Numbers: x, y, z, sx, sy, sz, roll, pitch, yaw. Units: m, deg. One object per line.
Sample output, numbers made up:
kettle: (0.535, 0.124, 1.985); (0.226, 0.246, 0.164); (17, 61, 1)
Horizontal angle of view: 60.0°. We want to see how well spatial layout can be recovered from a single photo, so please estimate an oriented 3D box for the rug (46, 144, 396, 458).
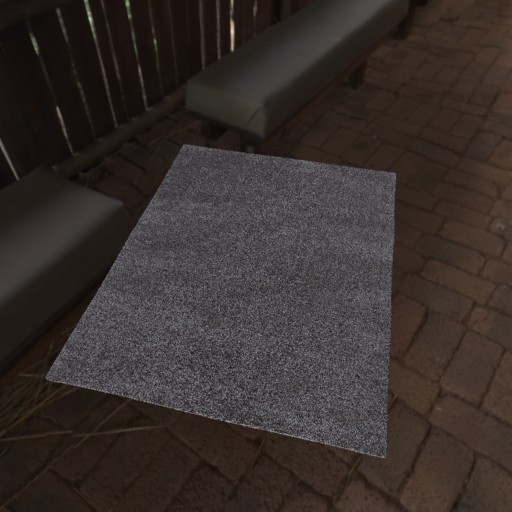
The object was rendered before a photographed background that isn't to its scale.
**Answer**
rug: (0.000, 0.000, 3.970); (2.401, 0.025, 3.000); (10, 49, 9)
